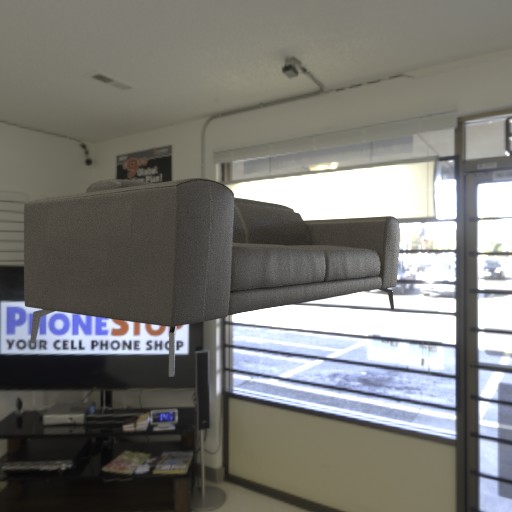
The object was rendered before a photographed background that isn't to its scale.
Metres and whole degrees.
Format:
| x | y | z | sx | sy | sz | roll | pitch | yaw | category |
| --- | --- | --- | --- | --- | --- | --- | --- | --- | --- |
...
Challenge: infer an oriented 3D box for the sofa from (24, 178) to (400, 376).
| x | y | z | sx | sy | sz | roll | pitch | yaw | category |
| --- | --- | --- | --- | --- | --- | --- | --- | --- | --- |
| 0.000 | 0.000 | 2.701 | 1.048 | 0.814 | 2.330 | 0 | 0 | 36 | sofa |
